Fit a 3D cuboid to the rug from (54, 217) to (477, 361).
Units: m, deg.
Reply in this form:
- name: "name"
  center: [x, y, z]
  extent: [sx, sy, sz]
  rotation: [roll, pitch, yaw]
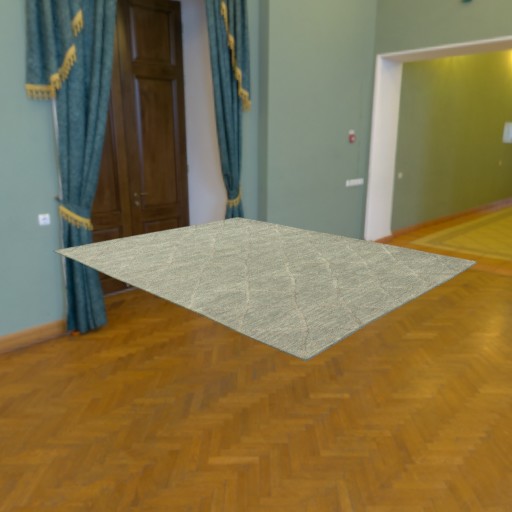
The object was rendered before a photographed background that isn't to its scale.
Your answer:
- name: "rug"
  center: [0.000, 0.000, 4.025]
  extent: [3.048, 0.013, 2.438]
  rotation: [15, 21, 42]
